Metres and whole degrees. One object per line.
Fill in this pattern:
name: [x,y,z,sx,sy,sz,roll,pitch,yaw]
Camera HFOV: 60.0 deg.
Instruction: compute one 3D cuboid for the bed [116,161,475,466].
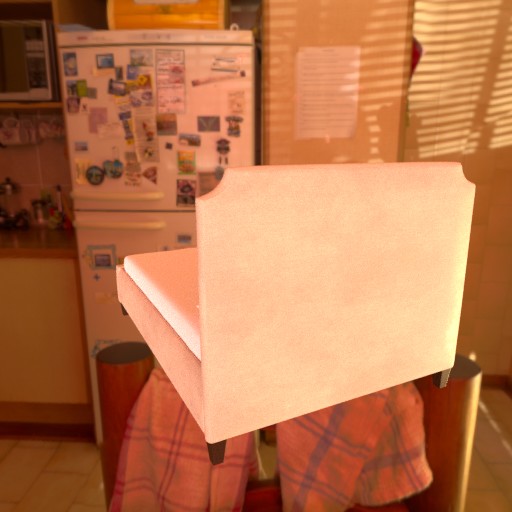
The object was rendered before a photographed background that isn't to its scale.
bed: [0.000,0.000,3.339,1.712,1.443,2.372,-7,16,-26]
